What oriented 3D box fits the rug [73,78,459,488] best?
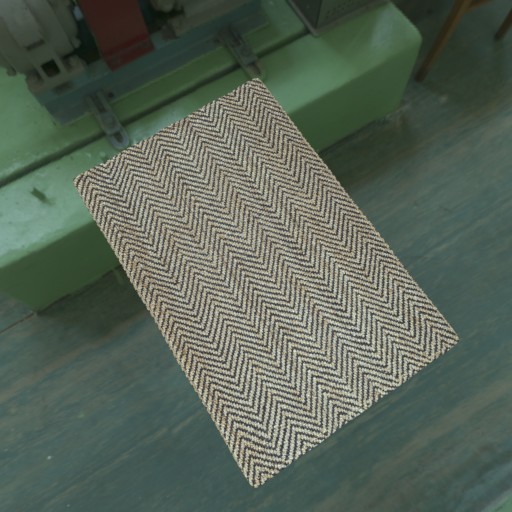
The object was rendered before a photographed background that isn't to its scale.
[{"bbox_3d":[0.000,0.000,2.296,1.219,0.008,1.828,-32,76,-9],"label":"rug"}]
